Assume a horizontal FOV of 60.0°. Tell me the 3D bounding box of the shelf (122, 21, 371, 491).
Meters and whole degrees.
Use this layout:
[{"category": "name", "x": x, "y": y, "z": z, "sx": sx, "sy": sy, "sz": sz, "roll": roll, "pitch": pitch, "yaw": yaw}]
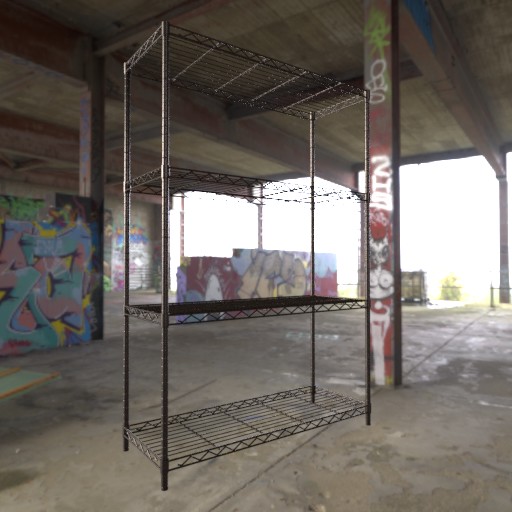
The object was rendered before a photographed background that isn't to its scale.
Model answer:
[{"category": "shelf", "x": 0.000, "y": 0.000, "z": 1.681, "sx": 0.907, "sy": 1.361, "sz": 0.352, "roll": 1, "pitch": -1, "yaw": -35}]
